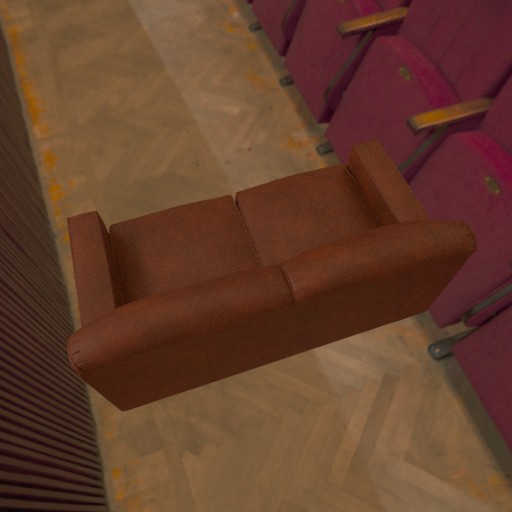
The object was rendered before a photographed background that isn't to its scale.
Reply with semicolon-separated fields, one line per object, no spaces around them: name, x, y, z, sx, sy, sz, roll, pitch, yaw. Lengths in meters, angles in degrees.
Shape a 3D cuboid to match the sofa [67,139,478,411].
sofa;0.000;0.000;2.417;1.856;0.966;1.000;-16;60;-9
